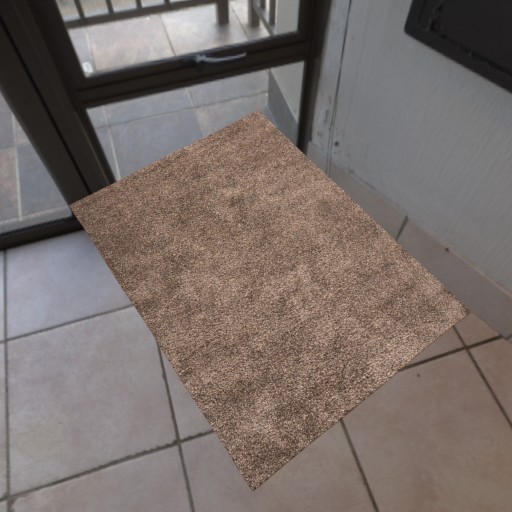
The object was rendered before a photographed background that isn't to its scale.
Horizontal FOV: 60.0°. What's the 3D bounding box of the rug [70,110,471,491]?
[{"bbox_3d":[0.000,0.000,2.122,1.198,0.025,1.601,-32,64,-18],"label":"rug"}]
